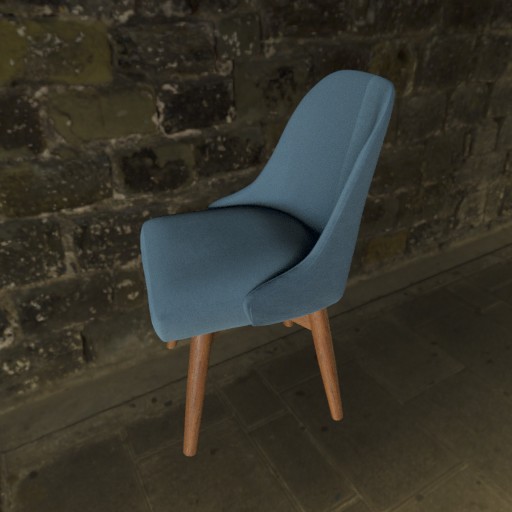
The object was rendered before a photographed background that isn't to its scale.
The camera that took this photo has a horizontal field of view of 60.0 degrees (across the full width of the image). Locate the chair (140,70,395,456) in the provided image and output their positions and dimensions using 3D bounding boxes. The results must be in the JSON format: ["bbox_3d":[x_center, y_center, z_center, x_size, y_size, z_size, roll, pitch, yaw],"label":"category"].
[{"bbox_3d":[0.000,0.000,1.185,0.589,0.882,0.503,-8,32,-13],"label":"chair"}]
